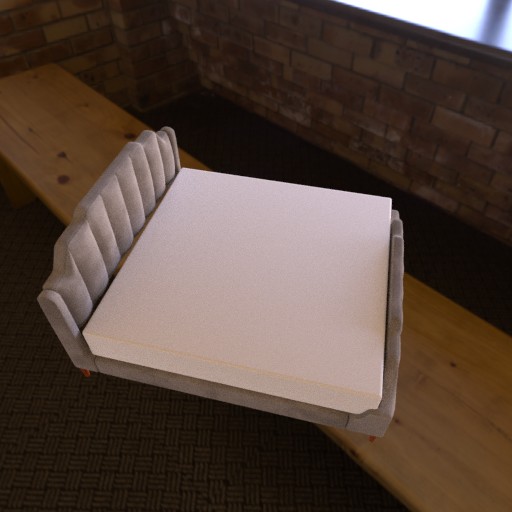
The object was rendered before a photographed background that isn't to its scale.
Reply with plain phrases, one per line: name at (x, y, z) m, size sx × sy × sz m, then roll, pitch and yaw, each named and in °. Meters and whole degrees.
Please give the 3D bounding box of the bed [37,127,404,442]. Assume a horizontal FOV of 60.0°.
bed at (0.000, 0.000, 3.546) m, size 2.340 × 1.245 × 2.074 m, roll 10°, pitch 47°, yaw 9°
